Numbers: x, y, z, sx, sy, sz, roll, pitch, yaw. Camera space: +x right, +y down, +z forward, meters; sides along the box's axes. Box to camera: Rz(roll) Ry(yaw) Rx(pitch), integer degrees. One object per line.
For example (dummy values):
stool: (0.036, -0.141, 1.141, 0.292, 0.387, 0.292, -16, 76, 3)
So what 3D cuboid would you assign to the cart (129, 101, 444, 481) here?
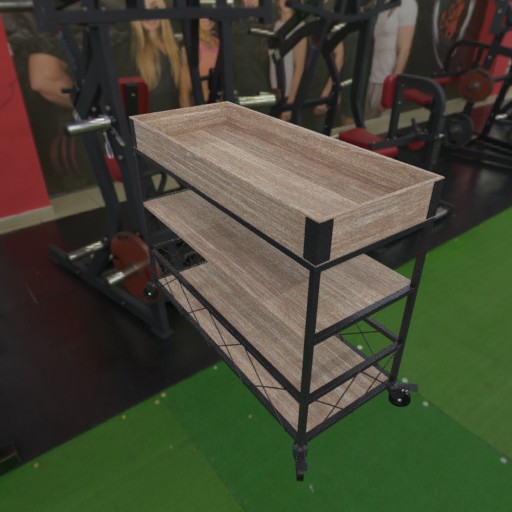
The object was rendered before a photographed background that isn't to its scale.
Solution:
cart: (0.000, 0.000, 1.494, 0.500, 0.787, 1.101, -20, 37, -30)
